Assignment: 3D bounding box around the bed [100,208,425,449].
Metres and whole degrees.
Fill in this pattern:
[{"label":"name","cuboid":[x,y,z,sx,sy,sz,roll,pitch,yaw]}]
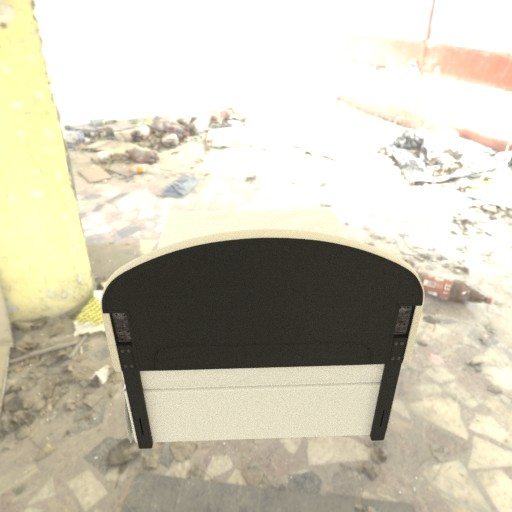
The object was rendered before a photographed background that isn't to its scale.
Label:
[{"label":"bed","cuboid":[0.000,0.000,3.100,1.607,1.410,2.005,-1,31,-2]}]
